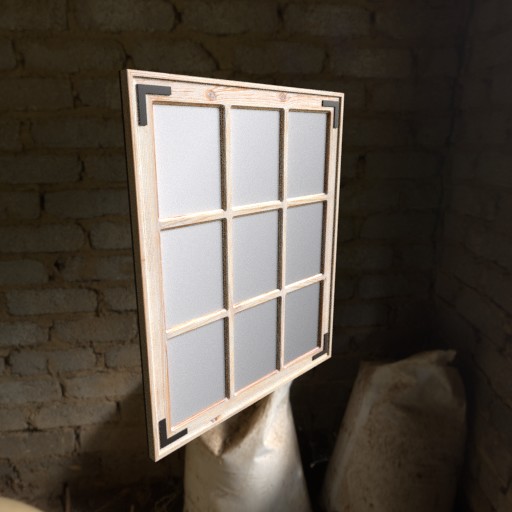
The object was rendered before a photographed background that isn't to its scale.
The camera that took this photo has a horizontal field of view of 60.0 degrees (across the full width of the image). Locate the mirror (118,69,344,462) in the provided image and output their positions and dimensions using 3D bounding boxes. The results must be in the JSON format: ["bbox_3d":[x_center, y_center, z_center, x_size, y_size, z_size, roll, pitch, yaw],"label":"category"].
[{"bbox_3d":[0.000,0.000,1.216,0.032,0.882,0.730,15,21,42],"label":"mirror"}]
